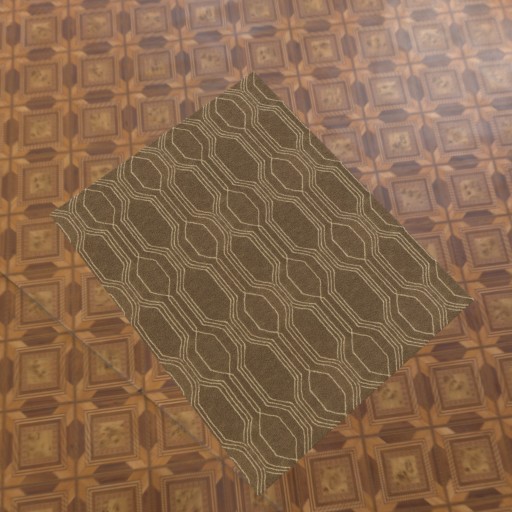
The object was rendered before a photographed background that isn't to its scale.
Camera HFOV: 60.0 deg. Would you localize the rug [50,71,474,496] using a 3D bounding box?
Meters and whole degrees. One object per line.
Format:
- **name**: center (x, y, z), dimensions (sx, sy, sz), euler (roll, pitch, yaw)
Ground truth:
- **rug**: center (0.000, 0.000, 4.010), dimensions (2.457, 0.012, 3.062), euler (-38, 78, -10)
